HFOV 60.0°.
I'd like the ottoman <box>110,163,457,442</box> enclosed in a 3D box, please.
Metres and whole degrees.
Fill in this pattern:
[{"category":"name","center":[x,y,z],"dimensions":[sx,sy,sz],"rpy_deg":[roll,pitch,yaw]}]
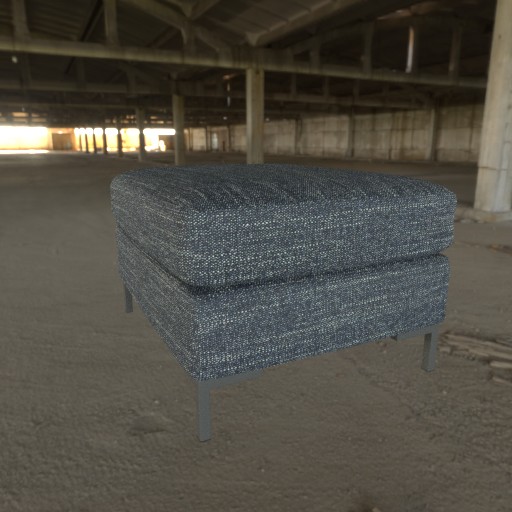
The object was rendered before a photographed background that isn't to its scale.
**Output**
[{"category":"ottoman","center":[0.000,0.000,1.250],"dimensions":[0.667,0.491,0.814],"rpy_deg":[-7,16,-26]}]
